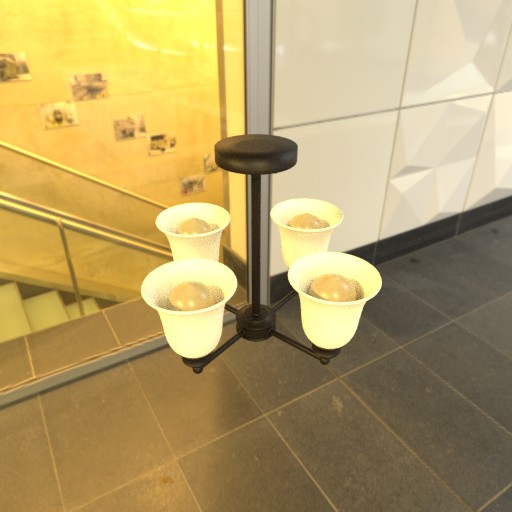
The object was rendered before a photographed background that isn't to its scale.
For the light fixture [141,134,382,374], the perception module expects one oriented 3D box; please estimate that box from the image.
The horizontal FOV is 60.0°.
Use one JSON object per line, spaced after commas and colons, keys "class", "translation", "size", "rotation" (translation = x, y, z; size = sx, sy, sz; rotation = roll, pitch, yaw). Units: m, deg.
{"class": "light fixture", "translation": [0.000, 0.000, 1.832], "size": [1.069, 0.925, 1.069], "rotation": [23, 38, 33]}
